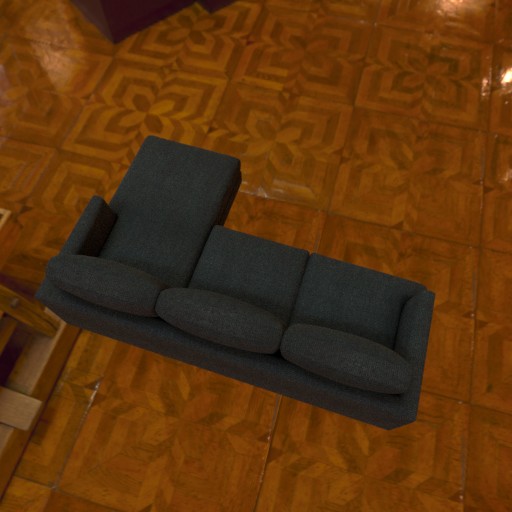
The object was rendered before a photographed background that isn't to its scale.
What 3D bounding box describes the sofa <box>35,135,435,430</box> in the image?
[{"bbox_3d":[0.000,0.000,2.921,2.233,0.956,1.504,16,65,8],"label":"sofa"}]
